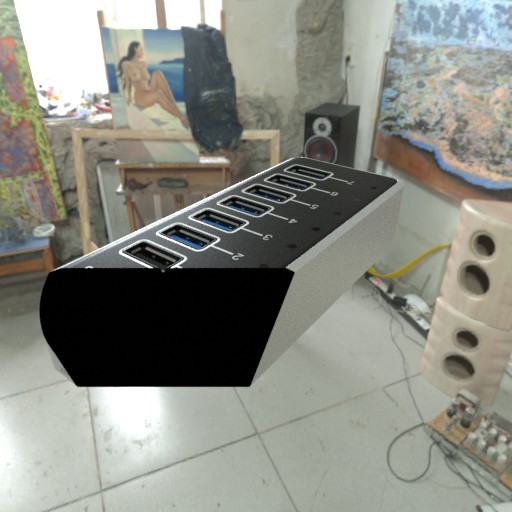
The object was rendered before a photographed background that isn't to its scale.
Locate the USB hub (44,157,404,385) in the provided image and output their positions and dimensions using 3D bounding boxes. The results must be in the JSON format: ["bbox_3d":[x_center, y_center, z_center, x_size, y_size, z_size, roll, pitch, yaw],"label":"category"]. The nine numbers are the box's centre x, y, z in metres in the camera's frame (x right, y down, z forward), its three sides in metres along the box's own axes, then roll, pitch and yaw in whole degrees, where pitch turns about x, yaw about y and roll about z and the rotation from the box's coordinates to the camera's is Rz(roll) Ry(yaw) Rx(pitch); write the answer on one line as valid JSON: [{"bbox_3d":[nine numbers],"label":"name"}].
[{"bbox_3d":[0.000,0.000,0.127,0.044,0.023,0.110,21,37,31],"label":"USB hub"}]
